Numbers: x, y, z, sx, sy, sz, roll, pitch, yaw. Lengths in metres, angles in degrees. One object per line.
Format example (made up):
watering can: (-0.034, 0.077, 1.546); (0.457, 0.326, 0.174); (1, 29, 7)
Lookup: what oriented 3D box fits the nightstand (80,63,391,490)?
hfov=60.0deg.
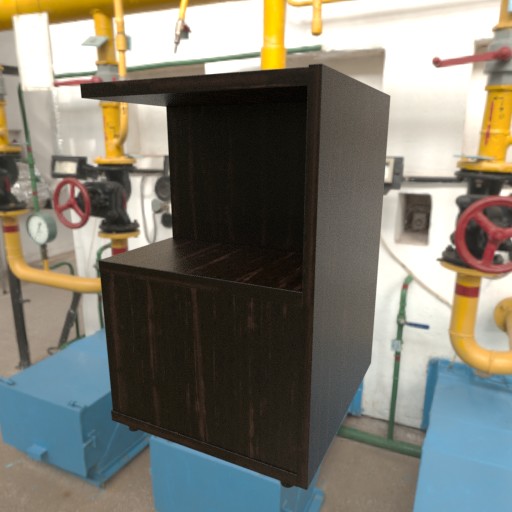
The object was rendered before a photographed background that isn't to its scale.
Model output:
nightstand: (0.000, 0.000, 0.791); (0.356, 0.559, 0.400); (7, 16, 25)
